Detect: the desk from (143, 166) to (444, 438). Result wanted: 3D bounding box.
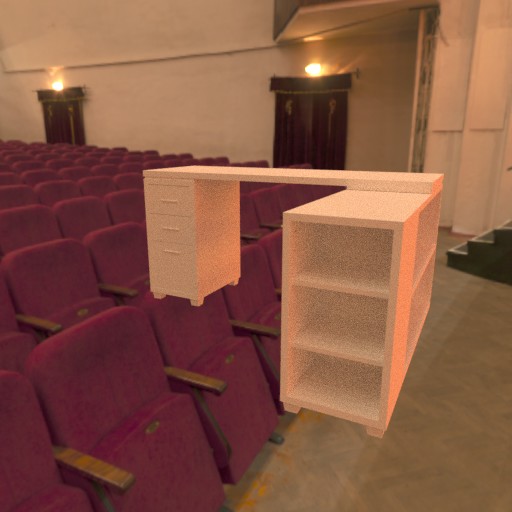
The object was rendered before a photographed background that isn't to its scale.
[{"bbox_3d":[0.000,0.000,2.157,1.524,0.759,1.199,7,17,26],"label":"desk"}]
